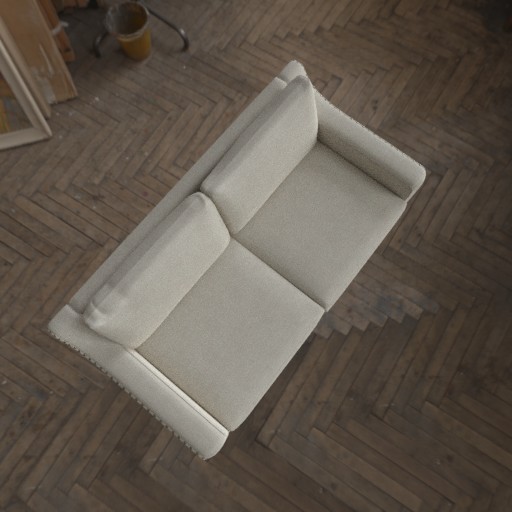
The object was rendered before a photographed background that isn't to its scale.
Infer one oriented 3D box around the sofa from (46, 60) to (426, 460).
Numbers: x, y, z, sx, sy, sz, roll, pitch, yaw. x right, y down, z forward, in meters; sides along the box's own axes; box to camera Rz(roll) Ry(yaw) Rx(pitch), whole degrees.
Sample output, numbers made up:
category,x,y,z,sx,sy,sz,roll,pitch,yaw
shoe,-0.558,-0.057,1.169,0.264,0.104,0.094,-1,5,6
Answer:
category,x,y,z,sx,sy,sz,roll,pitch,yaw
sofa,0.000,0.000,2.715,1.104,0.983,2.107,38,78,10
